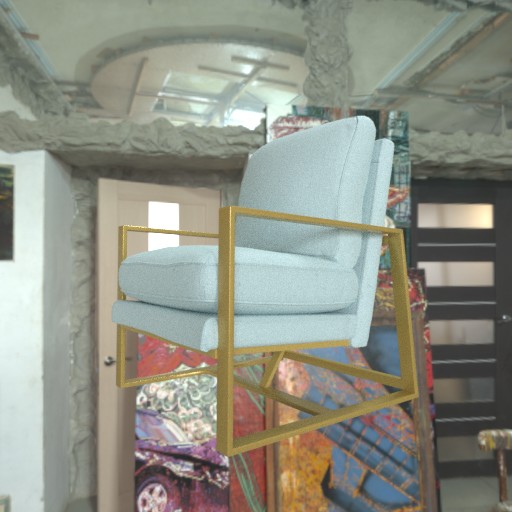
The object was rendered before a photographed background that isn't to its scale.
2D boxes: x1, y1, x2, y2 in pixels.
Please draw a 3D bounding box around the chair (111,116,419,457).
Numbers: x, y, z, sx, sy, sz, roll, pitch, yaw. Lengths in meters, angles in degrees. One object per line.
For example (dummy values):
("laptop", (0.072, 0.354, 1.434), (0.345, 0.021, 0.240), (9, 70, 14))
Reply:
("chair", (0.000, 0.000, 1.564), (0.813, 0.956, 0.758), (1, -1, -37))
